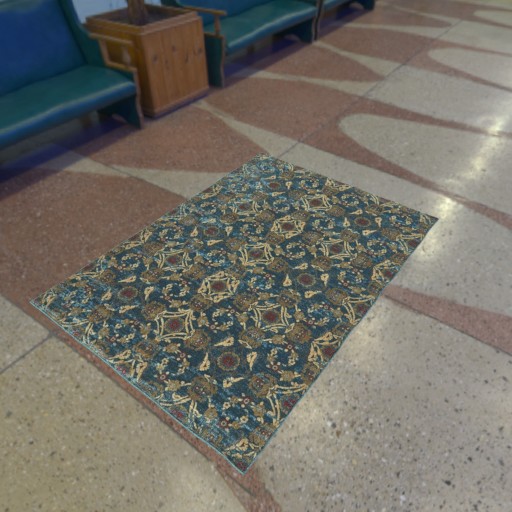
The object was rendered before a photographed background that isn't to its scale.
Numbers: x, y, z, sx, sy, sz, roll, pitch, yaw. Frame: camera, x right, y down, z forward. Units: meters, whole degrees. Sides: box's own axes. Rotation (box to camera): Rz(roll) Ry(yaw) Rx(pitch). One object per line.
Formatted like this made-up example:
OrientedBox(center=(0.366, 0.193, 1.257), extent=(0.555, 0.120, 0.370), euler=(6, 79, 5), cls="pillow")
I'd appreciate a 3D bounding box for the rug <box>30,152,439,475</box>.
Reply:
OrientedBox(center=(0.000, 0.000, 2.828), extent=(1.567, 0.014, 2.207), euler=(27, 48, 27), cls="rug")
